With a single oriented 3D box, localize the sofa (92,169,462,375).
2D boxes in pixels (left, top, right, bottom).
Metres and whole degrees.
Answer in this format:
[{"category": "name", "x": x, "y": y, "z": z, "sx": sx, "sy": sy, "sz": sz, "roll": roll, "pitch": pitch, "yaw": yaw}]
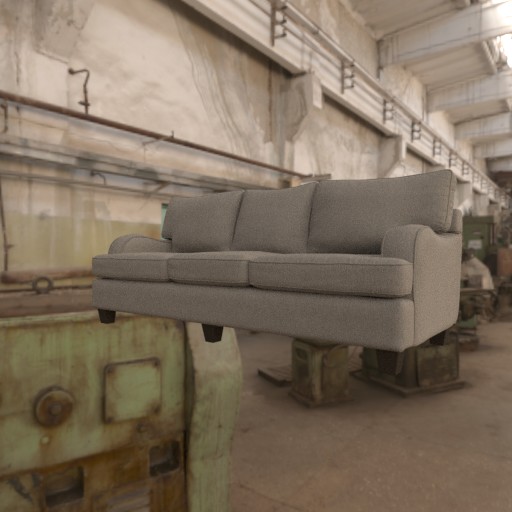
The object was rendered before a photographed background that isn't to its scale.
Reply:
[{"category": "sofa", "x": 0.000, "y": 0.000, "z": 2.906, "sx": 2.323, "sy": 0.991, "sz": 1.016, "roll": 1, "pitch": 1, "yaw": 38}]
